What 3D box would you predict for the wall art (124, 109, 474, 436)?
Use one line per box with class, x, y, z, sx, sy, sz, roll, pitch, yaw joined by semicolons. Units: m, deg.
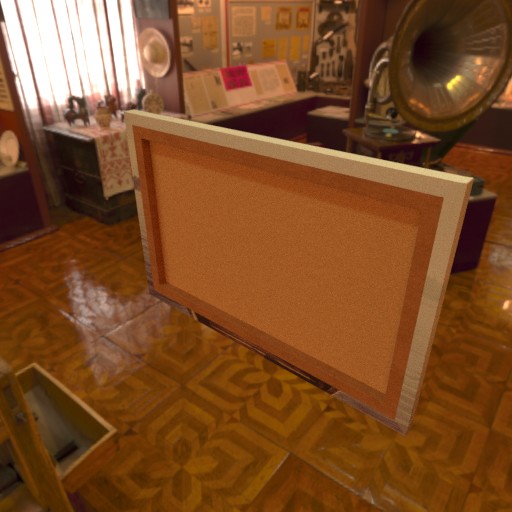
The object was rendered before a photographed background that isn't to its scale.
wall art;0.000;0.000;1.132;0.916;0.609;0.037;22;36;34
